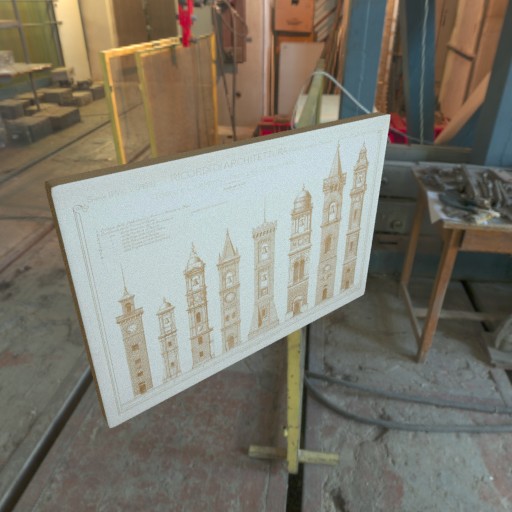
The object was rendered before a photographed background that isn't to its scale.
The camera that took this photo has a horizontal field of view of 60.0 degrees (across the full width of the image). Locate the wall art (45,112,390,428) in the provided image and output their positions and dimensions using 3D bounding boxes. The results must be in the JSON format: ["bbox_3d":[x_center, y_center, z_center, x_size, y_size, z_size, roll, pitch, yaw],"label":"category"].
[{"bbox_3d":[0.000,0.000,0.482,0.380,0.254,0.019,-21,36,-32],"label":"wall art"}]
